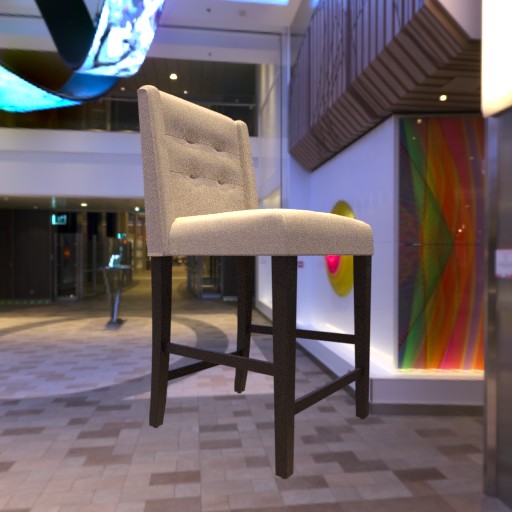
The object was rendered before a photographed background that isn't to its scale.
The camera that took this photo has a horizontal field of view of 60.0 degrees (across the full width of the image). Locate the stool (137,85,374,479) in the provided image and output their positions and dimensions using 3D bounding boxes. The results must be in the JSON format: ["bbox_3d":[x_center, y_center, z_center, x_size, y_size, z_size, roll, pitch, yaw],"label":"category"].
[{"bbox_3d":[0.000,0.000,1.245,0.509,0.939,0.474,0,0,36],"label":"stool"}]
